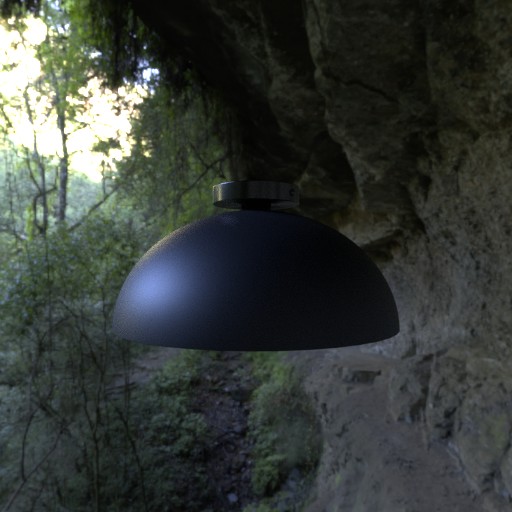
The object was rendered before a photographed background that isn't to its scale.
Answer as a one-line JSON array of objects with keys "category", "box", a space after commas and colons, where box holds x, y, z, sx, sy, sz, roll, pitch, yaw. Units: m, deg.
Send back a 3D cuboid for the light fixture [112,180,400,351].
[{"category": "light fixture", "box": [0.000, 0.000, 0.576, 0.355, 0.177, 0.355, 0, -1, 0]}]
